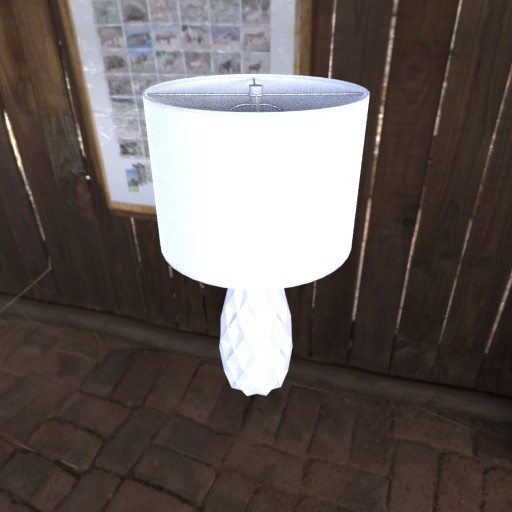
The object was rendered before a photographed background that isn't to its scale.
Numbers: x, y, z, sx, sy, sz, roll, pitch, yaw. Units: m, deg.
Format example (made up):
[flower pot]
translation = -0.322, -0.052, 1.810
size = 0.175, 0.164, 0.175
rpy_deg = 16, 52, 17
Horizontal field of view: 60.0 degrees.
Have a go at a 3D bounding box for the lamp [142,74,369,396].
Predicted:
[lamp]
translation = 0.000, 0.000, 0.719
size = 0.297, 0.522, 0.297
rpy_deg = 0, 30, 0
